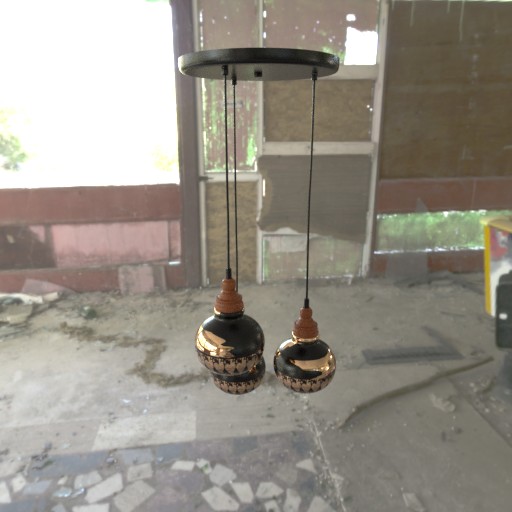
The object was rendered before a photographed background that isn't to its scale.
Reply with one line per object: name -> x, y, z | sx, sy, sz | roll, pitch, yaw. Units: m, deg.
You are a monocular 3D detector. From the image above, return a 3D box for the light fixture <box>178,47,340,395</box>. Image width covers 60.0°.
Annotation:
light fixture -> 0.000, 0.000, 1.730 | 0.608, 1.410, 0.605 | 9, 18, 27
